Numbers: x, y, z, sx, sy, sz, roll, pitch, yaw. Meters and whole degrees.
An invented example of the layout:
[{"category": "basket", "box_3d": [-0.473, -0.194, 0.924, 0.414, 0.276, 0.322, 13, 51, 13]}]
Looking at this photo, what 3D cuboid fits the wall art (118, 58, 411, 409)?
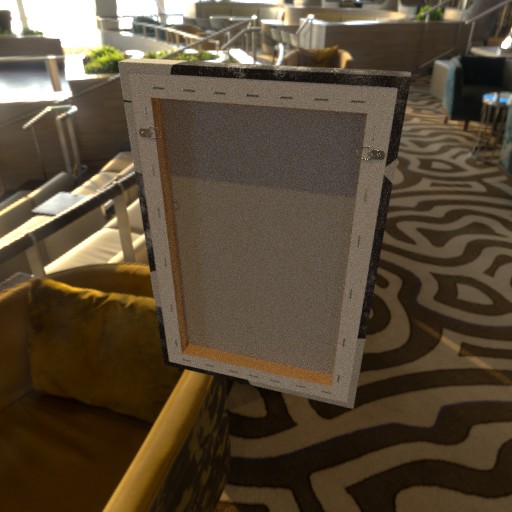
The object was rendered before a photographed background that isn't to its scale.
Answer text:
[{"category": "wall art", "box_3d": [0.000, 0.000, 0.766, 0.407, 0.610, 0.039, 9, 33, 14]}]
